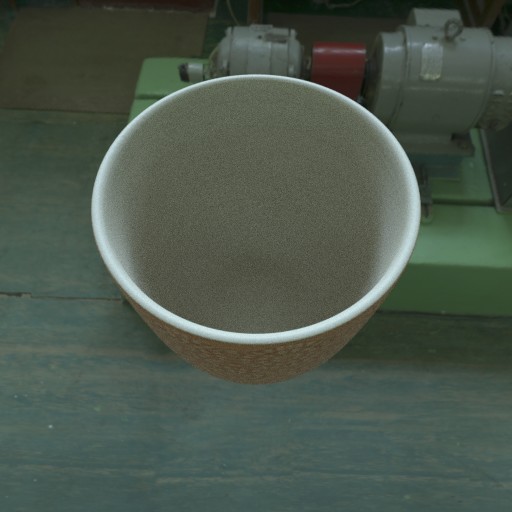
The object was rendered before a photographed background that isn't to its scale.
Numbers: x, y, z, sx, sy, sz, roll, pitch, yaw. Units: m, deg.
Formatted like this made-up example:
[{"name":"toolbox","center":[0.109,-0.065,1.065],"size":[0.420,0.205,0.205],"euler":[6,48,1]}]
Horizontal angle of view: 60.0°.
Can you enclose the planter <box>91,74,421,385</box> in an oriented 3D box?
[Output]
[{"name":"planter","center":[0.000,0.000,0.365],"size":[0.208,0.190,0.208],"euler":[0,62,0]}]
